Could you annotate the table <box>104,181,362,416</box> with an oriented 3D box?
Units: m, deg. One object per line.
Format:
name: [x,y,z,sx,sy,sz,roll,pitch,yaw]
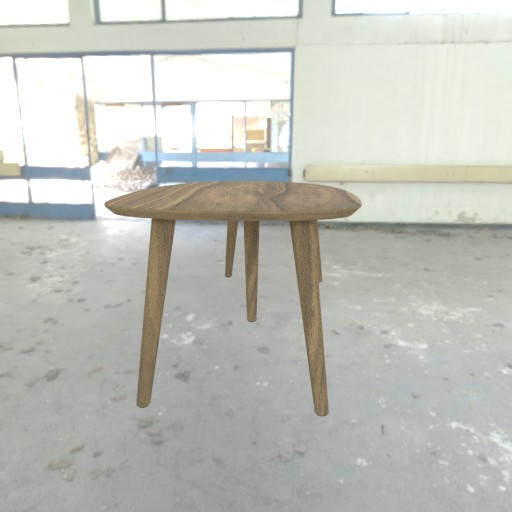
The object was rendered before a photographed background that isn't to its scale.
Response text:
table: [0.000,0.000,1.329,0.527,0.429,1.084,2,14,8]
